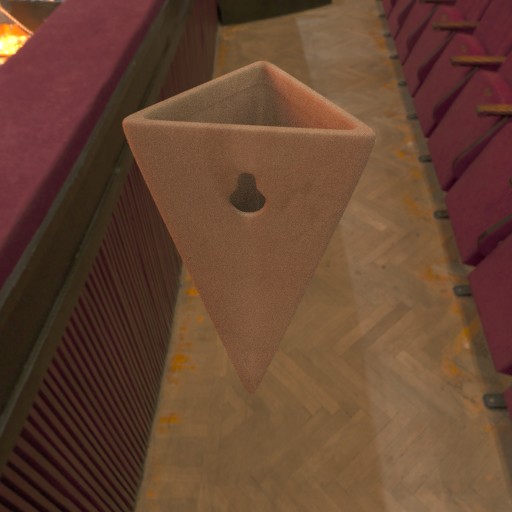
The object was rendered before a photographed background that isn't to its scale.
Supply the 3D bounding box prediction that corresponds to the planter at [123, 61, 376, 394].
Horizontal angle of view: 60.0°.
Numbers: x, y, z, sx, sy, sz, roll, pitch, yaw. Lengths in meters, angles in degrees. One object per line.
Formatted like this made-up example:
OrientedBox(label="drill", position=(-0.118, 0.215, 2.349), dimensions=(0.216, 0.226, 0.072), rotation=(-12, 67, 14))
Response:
OrientedBox(label="planter", position=(0.000, 0.000, 0.280), dimensions=(0.101, 0.224, 0.081), rotation=(4, 47, 4))
